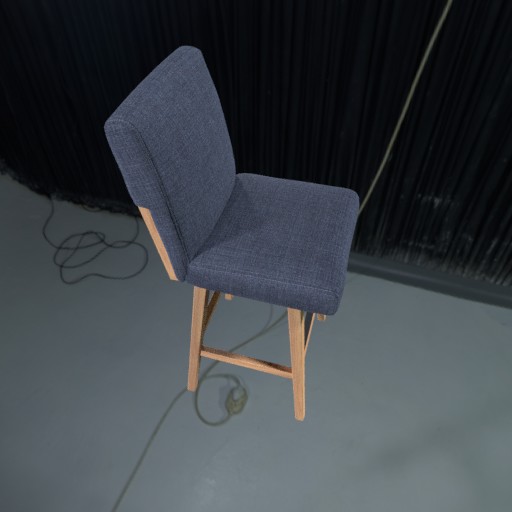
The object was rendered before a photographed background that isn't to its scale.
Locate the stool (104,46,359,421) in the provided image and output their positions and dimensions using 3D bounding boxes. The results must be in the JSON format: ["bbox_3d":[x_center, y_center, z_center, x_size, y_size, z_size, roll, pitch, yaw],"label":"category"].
[{"bbox_3d":[0.000,0.000,1.406,0.570,1.112,0.483,12,48,11],"label":"stool"}]
